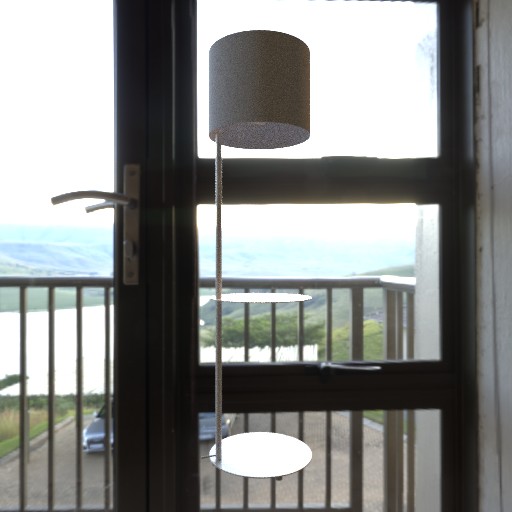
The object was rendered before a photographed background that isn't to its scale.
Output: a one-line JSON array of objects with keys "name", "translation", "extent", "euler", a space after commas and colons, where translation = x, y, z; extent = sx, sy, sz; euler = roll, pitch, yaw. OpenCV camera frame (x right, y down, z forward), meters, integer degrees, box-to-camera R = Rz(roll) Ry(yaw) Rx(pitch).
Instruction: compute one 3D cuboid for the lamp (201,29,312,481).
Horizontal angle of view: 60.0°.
[{"name": "lamp", "translation": [0.000, 0.000, 1.610], "extent": [0.405, 1.465, 0.372], "euler": [0, 0, -19]}]
